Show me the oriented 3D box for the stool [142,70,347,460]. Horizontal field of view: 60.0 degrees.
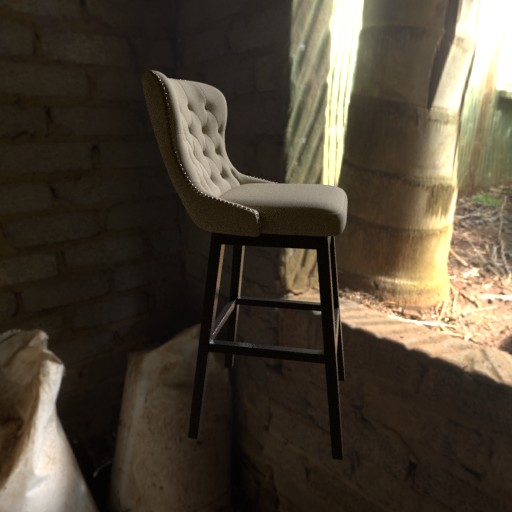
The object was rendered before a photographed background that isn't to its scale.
[{"bbox_3d":[0.000,0.000,1.396,0.605,1.066,0.528,3,17,11],"label":"stool"}]
